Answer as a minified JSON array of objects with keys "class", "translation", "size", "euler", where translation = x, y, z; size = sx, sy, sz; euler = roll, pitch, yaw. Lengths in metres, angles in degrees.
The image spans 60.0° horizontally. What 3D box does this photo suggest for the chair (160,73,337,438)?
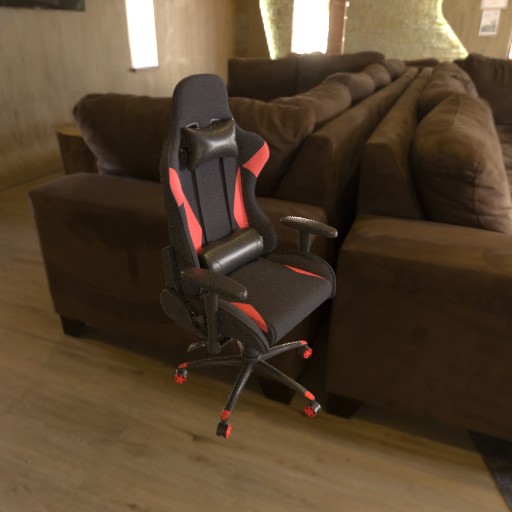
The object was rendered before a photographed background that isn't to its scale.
[{"class":"chair","translation":[0.000,0.000,1.768],"size":[0.658,1.326,0.695],"euler":[18,32,33]}]
